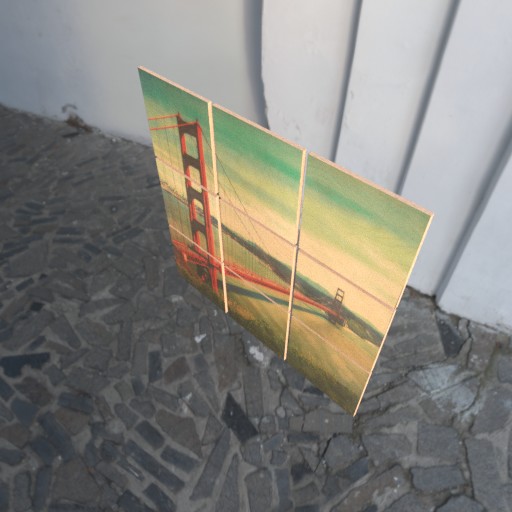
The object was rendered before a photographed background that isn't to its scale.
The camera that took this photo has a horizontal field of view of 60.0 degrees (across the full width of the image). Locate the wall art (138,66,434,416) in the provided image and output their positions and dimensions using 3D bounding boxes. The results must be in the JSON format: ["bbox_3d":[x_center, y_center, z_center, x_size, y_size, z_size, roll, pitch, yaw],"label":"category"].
[{"bbox_3d":[0.000,0.000,1.835,1.217,1.207,0.016,35,56,28],"label":"wall art"}]
